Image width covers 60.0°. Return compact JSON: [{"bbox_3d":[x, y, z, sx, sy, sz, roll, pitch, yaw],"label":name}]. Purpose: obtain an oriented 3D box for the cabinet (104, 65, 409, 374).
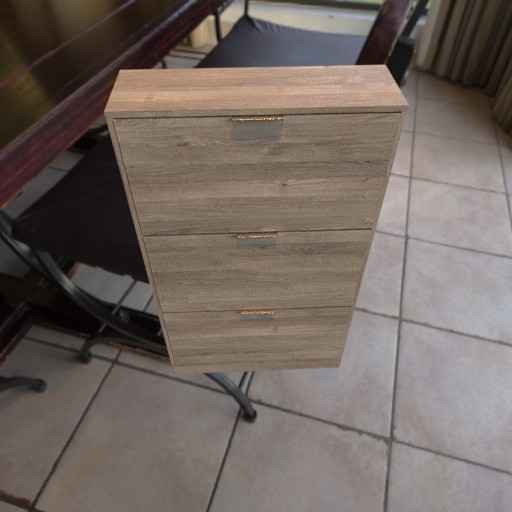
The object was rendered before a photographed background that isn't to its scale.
[{"bbox_3d":[0.000,0.000,1.627,0.750,1.280,0.250,-2,46,-2],"label":"cabinet"}]
